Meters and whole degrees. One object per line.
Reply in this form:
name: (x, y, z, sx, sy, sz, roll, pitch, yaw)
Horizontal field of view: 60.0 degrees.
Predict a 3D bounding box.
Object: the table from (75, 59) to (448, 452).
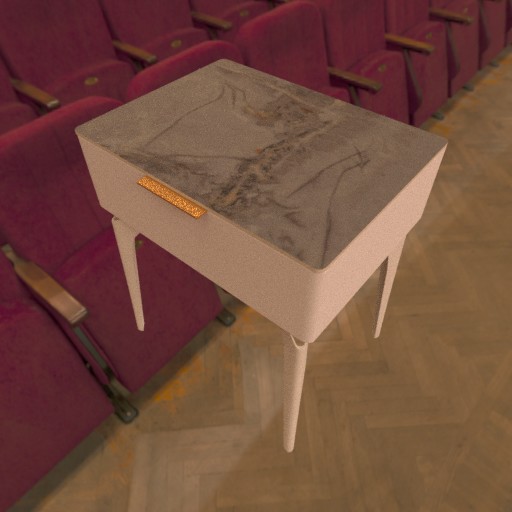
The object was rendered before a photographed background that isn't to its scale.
table: (0.000, 0.000, 0.932, 0.500, 0.570, 0.400, 31, 54, 26)
